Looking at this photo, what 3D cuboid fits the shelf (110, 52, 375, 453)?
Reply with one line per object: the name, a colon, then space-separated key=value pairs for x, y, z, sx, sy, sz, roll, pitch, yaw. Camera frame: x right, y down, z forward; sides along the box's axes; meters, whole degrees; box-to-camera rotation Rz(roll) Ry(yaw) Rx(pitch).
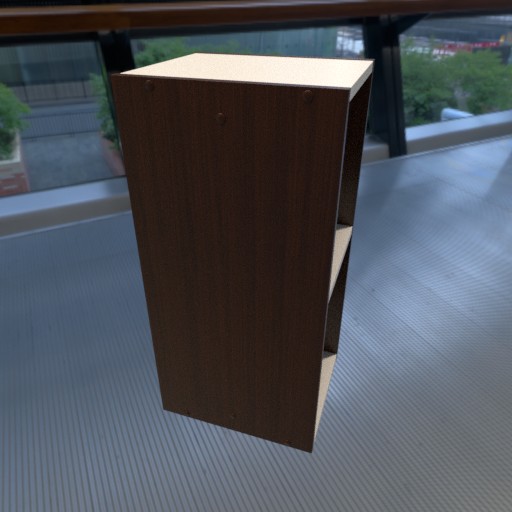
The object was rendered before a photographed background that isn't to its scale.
shelf: x=0.000 y=0.000 z=0.755 sx=0.290 sy=0.600 sz=0.253 roll=10 pitch=32 yaw=16
